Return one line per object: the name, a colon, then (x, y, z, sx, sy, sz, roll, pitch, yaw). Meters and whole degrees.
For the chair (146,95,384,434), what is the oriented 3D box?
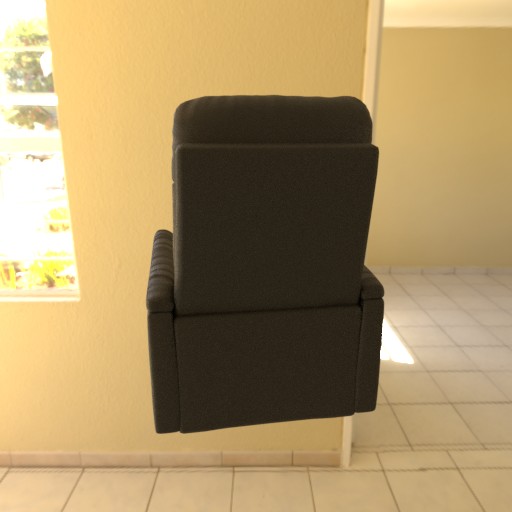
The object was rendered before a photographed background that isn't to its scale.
chair: (0.000, 0.000, 1.643, 0.775, 1.082, 0.831, -3, 15, -9)
